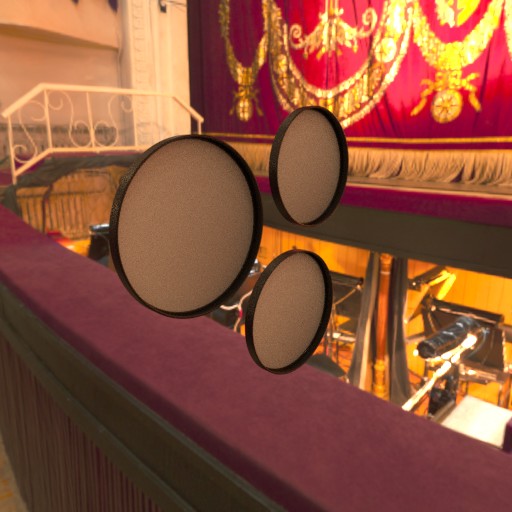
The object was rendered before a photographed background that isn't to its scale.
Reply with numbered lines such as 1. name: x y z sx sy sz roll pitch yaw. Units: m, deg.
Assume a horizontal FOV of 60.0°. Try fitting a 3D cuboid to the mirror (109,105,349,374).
1. mirror: 0.000 0.000 3.147 0.076 2.096 2.160 13 19 43
